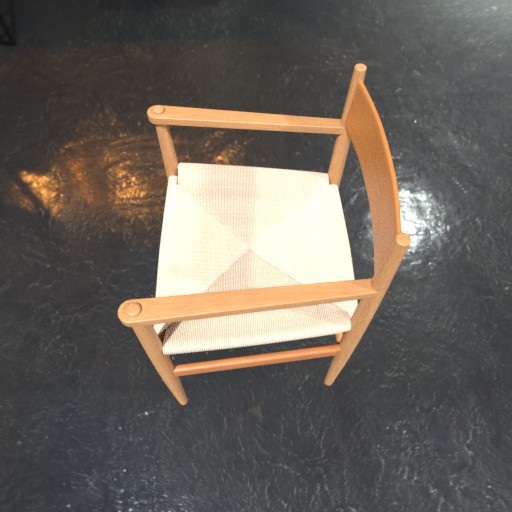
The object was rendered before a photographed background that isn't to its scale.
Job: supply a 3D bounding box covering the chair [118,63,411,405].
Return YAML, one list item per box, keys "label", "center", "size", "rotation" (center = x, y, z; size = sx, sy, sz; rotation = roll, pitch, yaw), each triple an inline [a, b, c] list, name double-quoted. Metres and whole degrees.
- label: "chair"
  center: [0.000, 0.000, 1.112]
  size: [0.495, 0.762, 0.556]
  rotation: [-1, 58, -1]
